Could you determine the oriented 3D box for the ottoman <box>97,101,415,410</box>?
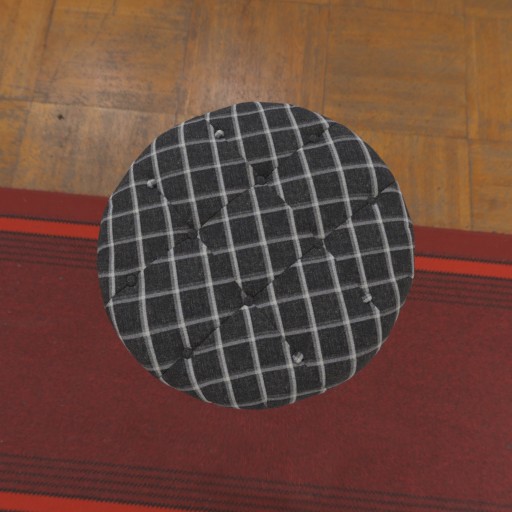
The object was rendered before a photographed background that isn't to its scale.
[{"bbox_3d":[0.000,0.000,1.393,0.901,0.439,0.901,0,76,0],"label":"ottoman"}]
